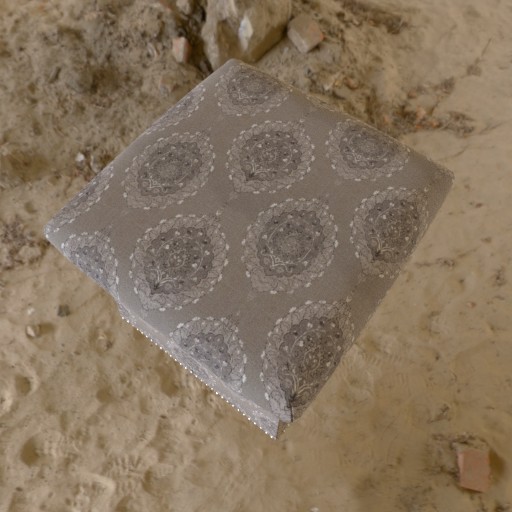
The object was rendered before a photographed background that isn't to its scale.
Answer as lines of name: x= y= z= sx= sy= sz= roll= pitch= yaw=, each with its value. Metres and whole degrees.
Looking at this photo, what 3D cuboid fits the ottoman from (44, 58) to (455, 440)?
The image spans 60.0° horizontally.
ottoman: x=0.000 y=0.000 z=0.888 sx=0.497 sy=0.473 sz=0.507 roll=34 pitch=68 yaw=16
